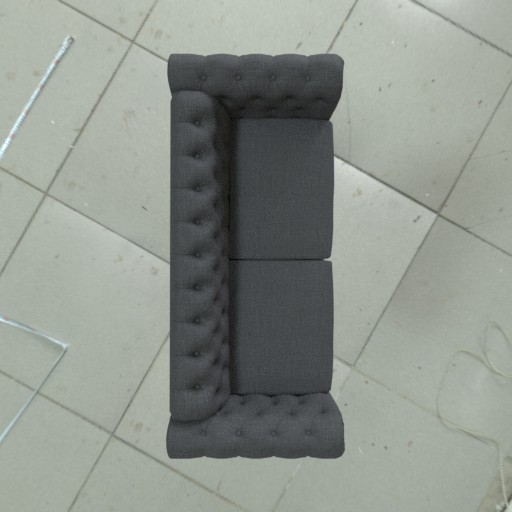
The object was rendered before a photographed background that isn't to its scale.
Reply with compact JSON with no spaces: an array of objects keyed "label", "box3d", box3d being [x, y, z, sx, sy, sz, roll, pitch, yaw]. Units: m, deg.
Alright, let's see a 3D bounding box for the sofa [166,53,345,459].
[{"label":"sofa","box3d":[0.000,0.000,2.279,0.783,0.797,1.798,0,89,0]}]
